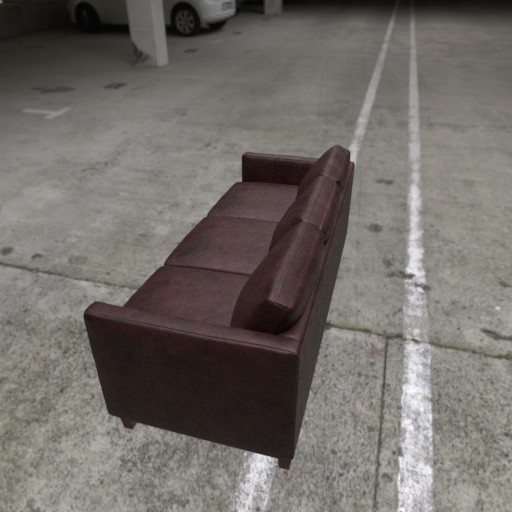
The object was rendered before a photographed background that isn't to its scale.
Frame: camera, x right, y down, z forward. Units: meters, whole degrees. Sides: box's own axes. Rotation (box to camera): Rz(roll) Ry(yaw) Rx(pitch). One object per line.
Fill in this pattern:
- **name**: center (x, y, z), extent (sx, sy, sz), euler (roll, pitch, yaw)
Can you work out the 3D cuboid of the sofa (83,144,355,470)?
- **sofa**: center (0.000, 0.000, 3.001), extent (1.045, 1.006, 2.464), euler (8, 31, 14)
